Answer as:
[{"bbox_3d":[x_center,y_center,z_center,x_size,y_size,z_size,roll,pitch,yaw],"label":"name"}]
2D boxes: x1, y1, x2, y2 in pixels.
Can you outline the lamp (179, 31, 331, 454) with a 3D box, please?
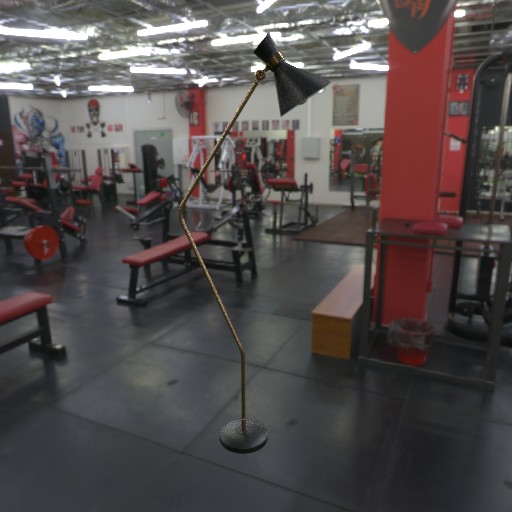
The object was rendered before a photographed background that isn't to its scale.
[{"bbox_3d":[0.000,0.000,1.567,0.467,1.438,0.277,7,16,27],"label":"lamp"}]
